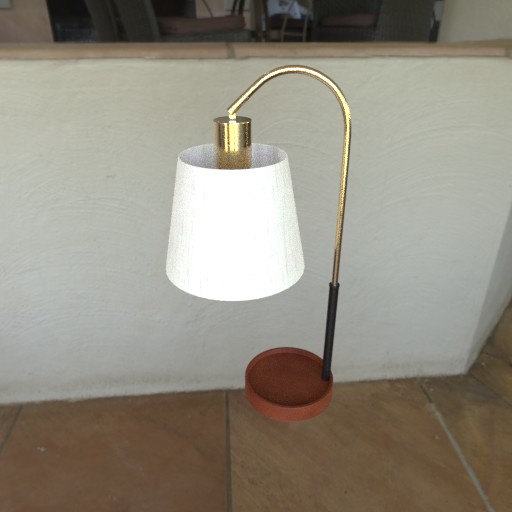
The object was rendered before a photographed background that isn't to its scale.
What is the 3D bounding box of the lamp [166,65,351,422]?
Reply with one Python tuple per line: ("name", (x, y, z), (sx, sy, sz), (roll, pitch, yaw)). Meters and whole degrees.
("lamp", (0.000, 0.000, 0.675), (0.273, 0.536, 0.211), (-1, 27, -1))
